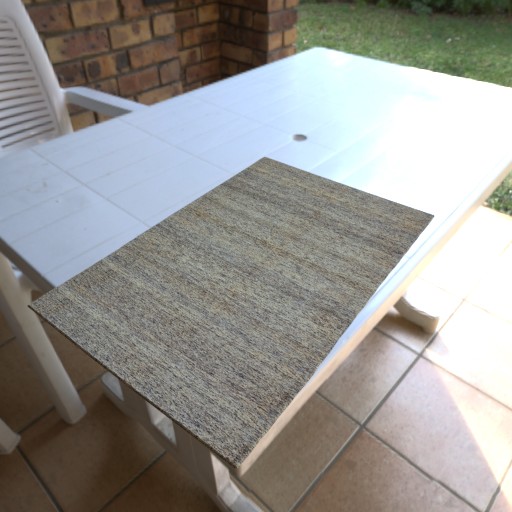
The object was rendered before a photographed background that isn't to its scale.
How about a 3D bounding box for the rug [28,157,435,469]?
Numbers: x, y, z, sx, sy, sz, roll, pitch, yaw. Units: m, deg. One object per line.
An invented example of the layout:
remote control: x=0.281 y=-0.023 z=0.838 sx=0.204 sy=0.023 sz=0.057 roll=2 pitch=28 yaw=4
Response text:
rug: x=0.000 y=0.000 z=2.304 sx=1.243 sy=0.014 sz=1.846 roll=26 pitch=46 yaw=28
